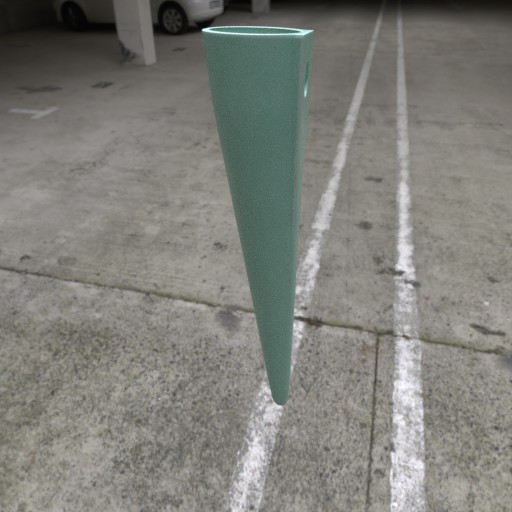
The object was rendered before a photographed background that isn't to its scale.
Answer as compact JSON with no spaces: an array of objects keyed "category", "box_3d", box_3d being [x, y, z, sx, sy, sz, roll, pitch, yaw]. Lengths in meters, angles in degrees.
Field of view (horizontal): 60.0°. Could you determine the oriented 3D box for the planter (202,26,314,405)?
[{"category":"planter","box_3d":[0.000,0.000,0.293,0.055,0.268,0.054,8,31,13]}]
